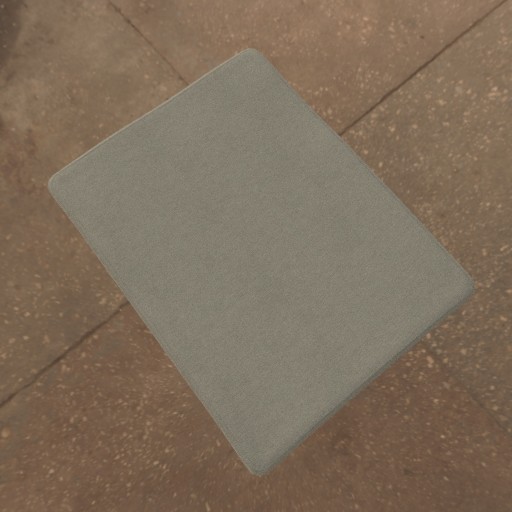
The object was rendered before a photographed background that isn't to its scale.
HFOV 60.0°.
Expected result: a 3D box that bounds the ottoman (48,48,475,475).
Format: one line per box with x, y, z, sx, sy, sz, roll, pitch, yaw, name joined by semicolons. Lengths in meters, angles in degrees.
0.000;0.000;1.214;0.648;0.461;0.833;-37;78;-10;ottoman
